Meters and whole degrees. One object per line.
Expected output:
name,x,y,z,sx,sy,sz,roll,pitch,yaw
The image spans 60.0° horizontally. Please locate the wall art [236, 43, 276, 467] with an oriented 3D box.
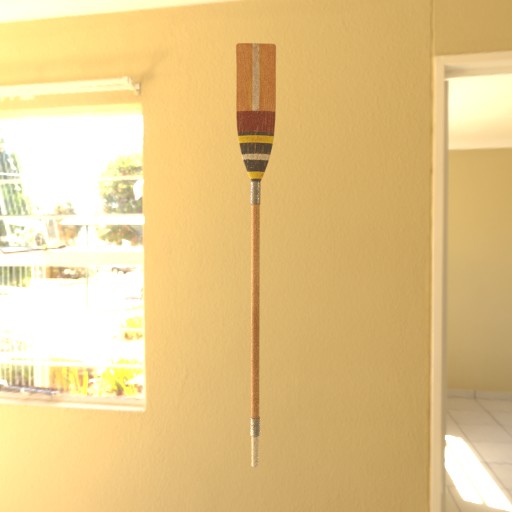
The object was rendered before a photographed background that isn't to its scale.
wall art,0.000,0.000,1.633,0.146,1.556,0.038,0,1,-1
